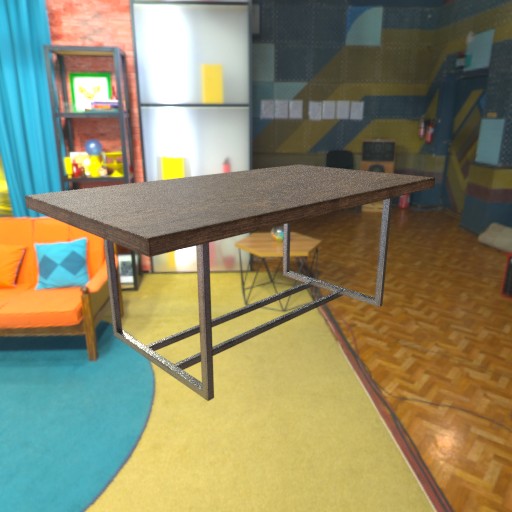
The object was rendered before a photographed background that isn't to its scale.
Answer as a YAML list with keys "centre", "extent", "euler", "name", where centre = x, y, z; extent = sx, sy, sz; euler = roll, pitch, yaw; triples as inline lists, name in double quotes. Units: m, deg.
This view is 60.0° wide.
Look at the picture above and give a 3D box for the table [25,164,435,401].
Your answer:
- centre: [0.000, 0.000, 2.499]
  extent: [1.989, 0.795, 1.078]
  euler: [-17, 24, -42]
  name: "table"
